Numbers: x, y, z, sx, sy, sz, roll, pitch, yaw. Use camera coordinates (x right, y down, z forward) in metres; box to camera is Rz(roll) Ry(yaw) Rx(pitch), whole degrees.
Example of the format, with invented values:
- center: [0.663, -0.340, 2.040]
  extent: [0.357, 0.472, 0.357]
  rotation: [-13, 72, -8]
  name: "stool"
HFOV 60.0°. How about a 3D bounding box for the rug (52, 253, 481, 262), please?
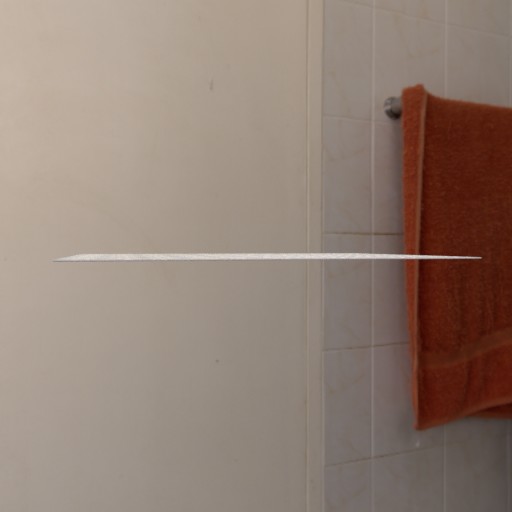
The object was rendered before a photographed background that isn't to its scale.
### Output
- center: [0.000, 0.000, 2.252]
  extent: [1.749, 0.015, 1.141]
  rotation: [0, 1, -17]
  name: "rug"
